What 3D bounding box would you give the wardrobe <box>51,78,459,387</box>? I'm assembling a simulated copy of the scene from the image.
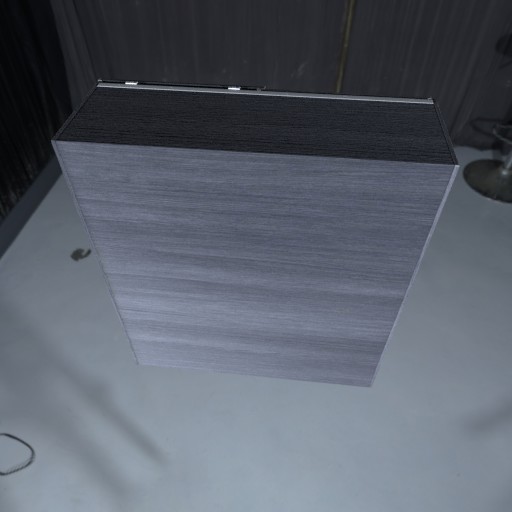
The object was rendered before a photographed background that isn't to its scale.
[{"bbox_3d":[0.000,0.000,2.838,1.780,1.960,0.629,5,47,4],"label":"wardrobe"}]
